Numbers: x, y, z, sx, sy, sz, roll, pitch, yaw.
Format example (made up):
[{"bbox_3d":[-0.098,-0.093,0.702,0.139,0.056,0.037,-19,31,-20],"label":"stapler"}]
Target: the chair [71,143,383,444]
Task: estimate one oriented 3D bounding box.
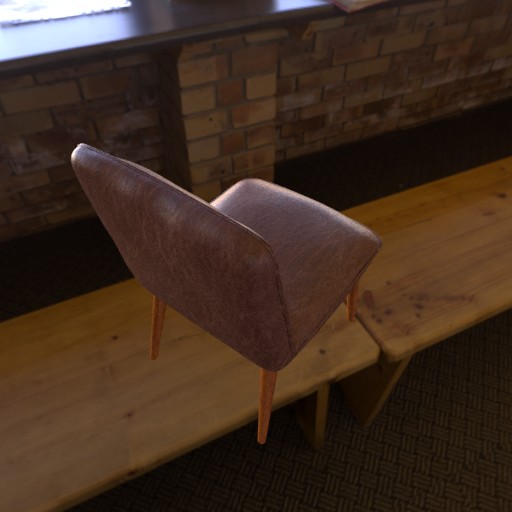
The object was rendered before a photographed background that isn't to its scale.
[{"bbox_3d":[0.000,0.000,1.203,0.543,0.803,0.645,25,51,22],"label":"chair"}]
